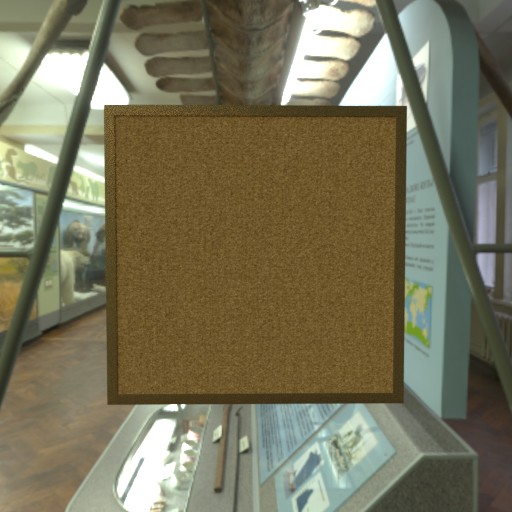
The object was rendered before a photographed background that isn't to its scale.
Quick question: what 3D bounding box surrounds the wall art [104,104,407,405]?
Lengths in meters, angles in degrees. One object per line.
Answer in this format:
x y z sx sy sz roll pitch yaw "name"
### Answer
0.000 0.000 0.772 0.510 0.509 0.037 0 2 -1 "wall art"
